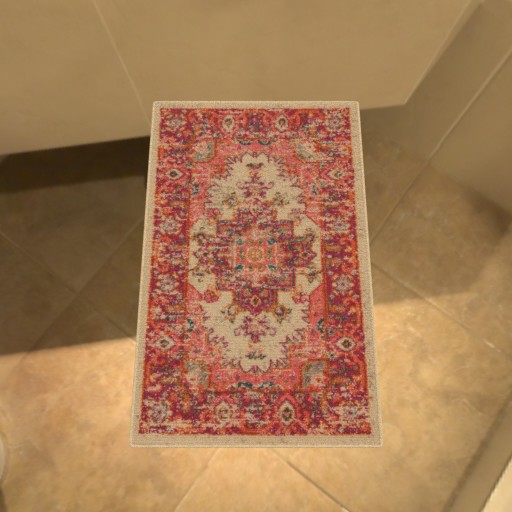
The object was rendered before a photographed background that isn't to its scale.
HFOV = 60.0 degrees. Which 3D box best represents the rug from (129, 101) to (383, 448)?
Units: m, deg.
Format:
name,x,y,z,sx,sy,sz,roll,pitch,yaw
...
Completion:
name,x,y,z,sx,sy,sz,roll,pitch,yaw
rug,0.000,0.000,1.082,0.556,0.004,0.868,0,75,0
